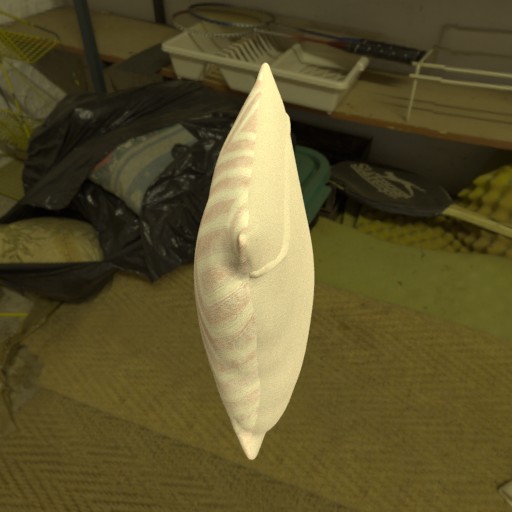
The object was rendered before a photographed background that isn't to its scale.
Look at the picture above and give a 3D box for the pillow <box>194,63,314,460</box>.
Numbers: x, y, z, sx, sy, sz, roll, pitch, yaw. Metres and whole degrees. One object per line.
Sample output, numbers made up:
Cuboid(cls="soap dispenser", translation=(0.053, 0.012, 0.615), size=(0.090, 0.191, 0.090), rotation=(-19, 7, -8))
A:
Cuboid(cls="pillow", translation=(0.000, 0.000, 0.681), size=(0.182, 0.441, 0.440), rotation=(2, 42, 3))
